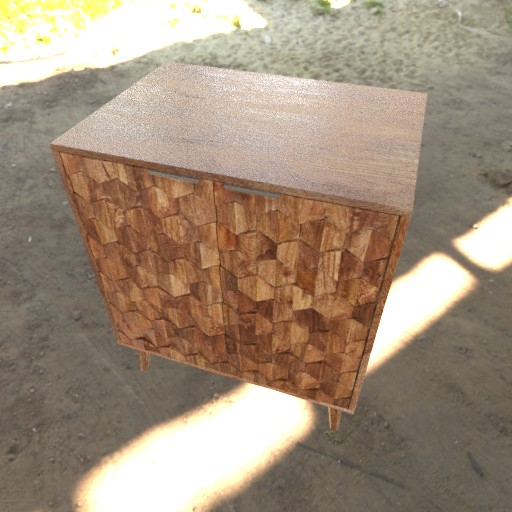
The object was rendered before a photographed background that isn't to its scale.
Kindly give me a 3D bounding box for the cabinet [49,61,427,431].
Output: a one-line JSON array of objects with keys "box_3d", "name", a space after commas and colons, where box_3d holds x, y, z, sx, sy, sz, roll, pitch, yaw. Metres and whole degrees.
[{"box_3d": [0.000, 0.000, 1.150, 0.647, 0.758, 0.473, 13, 43, 14], "name": "cabinet"}]
